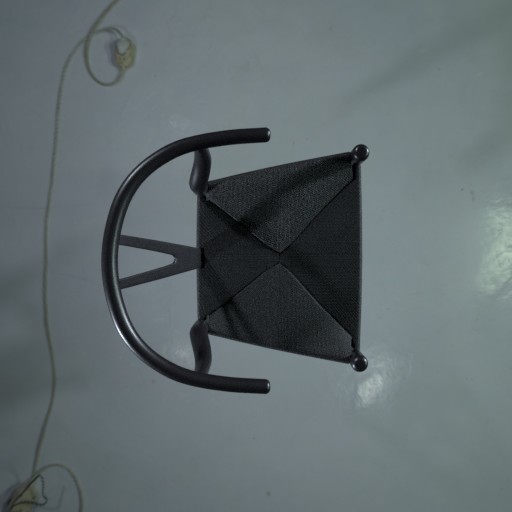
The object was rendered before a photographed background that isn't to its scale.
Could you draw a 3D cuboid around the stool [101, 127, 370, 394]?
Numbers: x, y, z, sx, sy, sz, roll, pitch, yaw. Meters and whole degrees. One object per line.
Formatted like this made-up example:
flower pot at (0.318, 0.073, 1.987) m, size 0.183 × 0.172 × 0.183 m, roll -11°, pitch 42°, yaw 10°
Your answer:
stool at (0.000, 0.000, 1.388) m, size 0.579 × 1.072 × 0.569 m, roll 0°, pitch 91°, yaw 2°
